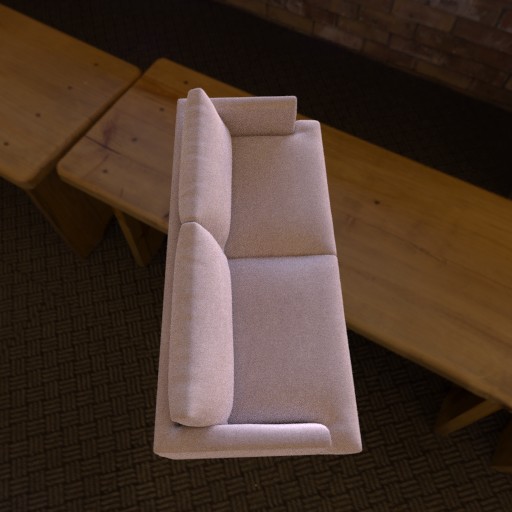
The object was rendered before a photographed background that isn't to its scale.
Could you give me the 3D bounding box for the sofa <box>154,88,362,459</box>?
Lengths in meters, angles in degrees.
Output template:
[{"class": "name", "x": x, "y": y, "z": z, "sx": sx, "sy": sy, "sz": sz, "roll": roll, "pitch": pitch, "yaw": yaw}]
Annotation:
[{"class": "sofa", "x": 0.000, "y": 0.000, "z": 2.731, "sx": 1.020, "sy": 0.868, "sz": 2.250, "roll": -2, "pitch": 63, "yaw": -1}]
